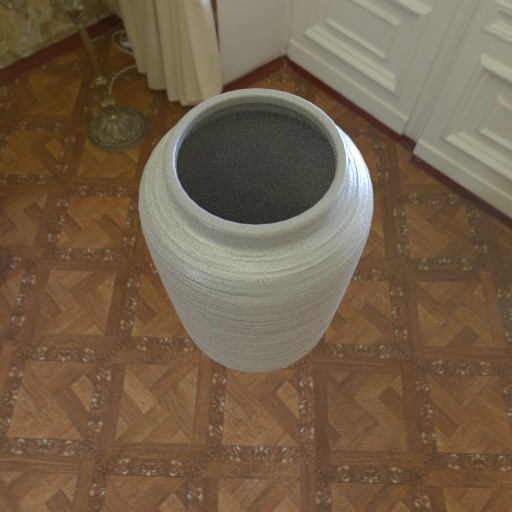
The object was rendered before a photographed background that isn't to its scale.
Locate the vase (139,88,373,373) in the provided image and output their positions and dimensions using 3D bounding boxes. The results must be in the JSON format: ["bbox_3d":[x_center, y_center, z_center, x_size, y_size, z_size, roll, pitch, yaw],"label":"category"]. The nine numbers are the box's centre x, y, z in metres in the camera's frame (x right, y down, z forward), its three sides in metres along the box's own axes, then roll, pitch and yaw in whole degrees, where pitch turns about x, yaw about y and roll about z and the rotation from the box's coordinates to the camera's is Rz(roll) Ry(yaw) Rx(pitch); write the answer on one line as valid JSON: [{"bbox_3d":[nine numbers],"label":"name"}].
[{"bbox_3d":[0.000,0.000,0.477,0.202,0.335,0.202,0,63,0],"label":"vase"}]
